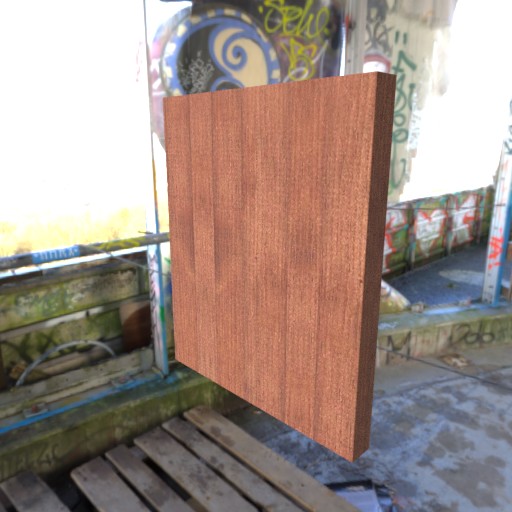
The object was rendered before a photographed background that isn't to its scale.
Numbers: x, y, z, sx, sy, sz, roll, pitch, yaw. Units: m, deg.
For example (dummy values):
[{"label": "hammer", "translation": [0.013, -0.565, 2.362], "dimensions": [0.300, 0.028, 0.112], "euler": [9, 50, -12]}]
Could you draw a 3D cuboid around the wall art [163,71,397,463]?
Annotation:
[{"label": "wall art", "translation": [0.000, 0.000, 0.633], "dimensions": [0.039, 0.449, 0.377], "euler": [-14, 20, -43]}]
